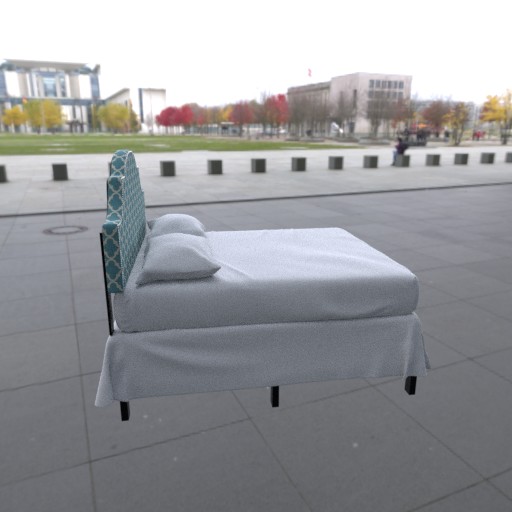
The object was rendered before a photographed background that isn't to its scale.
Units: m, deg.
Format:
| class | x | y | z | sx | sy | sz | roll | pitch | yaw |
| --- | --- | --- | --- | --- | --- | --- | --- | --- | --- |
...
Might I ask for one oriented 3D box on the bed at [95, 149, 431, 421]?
| class | x | y | z | sx | sy | sz | roll | pitch | yaw |
| --- | --- | --- | --- | --- | --- | --- | --- | --- | --- |
| bed | 0.000 | 0.000 | 3.463 | 2.222 | 1.633 | 1.780 | -2 | 16 | -8 |
